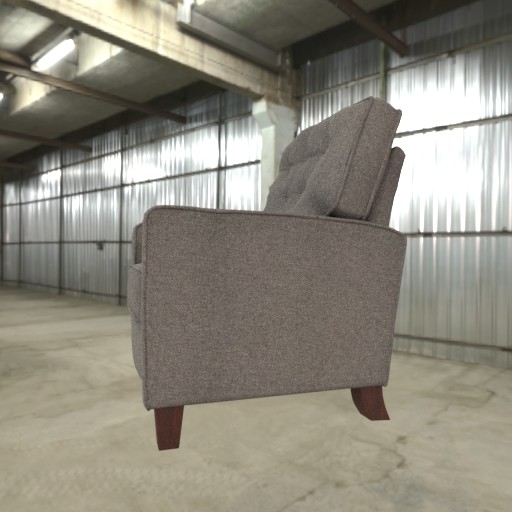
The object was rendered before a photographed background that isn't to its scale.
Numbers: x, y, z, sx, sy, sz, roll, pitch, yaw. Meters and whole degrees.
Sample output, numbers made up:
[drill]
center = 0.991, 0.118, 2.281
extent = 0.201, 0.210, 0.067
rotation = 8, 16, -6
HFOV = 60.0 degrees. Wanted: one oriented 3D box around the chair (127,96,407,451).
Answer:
[chair]
center = 0.000, 0.000, 1.389
extent = 0.775, 0.889, 0.650
rotation = 0, 0, -18
